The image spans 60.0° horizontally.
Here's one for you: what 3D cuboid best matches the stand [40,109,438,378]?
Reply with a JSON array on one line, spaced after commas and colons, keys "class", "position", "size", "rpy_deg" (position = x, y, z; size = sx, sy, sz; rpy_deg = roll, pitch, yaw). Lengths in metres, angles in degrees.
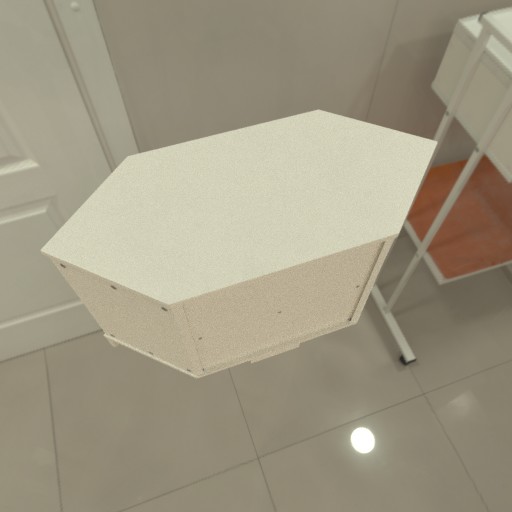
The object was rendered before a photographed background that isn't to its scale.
[{"class": "stand", "position": [0.000, 0.000, 1.390], "size": [1.072, 0.614, 0.477], "rpy_deg": [-17, 59, -10]}]
